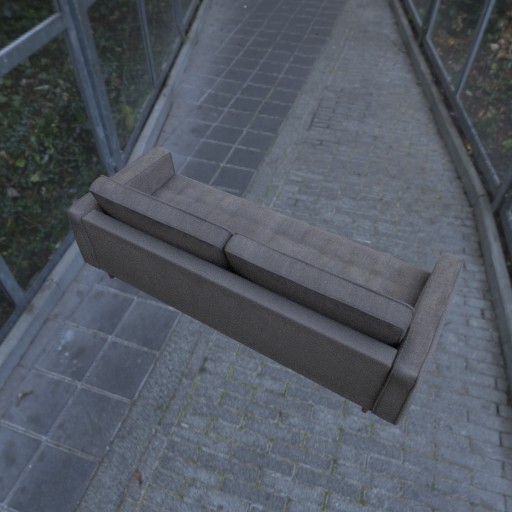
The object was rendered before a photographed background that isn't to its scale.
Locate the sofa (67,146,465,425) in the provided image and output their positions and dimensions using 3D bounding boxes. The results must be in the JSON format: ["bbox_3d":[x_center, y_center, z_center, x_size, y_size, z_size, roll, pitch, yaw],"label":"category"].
[{"bbox_3d":[0.000,0.000,2.765,2.295,0.813,0.923,24,51,21],"label":"sofa"}]
